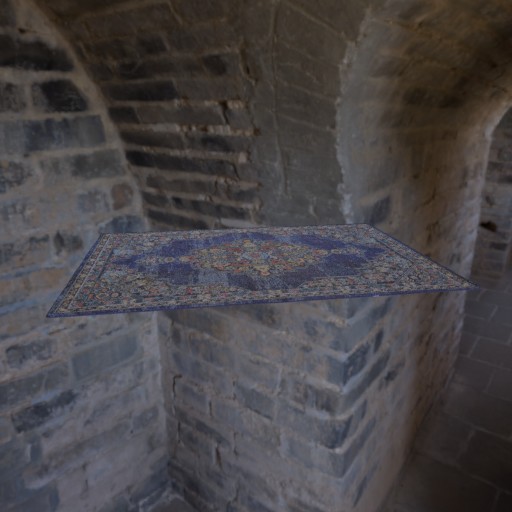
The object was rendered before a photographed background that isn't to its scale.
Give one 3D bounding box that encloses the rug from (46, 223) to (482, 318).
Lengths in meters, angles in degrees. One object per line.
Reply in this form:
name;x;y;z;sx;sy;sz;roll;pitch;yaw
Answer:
rug;0.000;0.000;3.875;2.940;0.011;2.053;-3;18;-9
